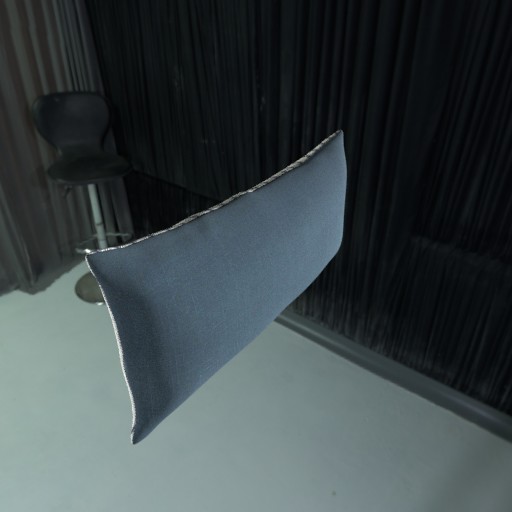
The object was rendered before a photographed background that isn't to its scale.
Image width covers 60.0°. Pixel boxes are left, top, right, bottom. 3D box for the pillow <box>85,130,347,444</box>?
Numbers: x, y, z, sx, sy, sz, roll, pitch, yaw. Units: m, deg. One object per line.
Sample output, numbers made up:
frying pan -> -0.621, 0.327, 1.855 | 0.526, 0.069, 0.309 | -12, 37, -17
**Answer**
pillow -> 0.000, 0.000, 0.743 | 0.151, 0.305, 0.609 | 20, 37, 29
